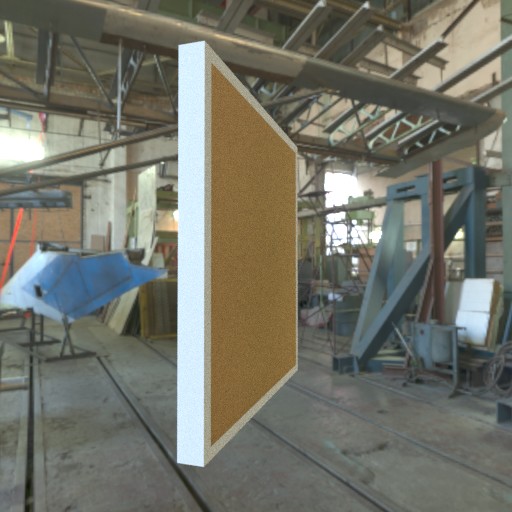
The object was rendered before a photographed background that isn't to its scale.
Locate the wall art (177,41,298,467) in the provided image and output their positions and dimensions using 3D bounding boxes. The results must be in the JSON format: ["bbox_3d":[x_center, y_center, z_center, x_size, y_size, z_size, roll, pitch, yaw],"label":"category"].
[{"bbox_3d":[0.000,0.000,0.774,0.035,0.507,0.508,0,-1,18],"label":"wall art"}]
